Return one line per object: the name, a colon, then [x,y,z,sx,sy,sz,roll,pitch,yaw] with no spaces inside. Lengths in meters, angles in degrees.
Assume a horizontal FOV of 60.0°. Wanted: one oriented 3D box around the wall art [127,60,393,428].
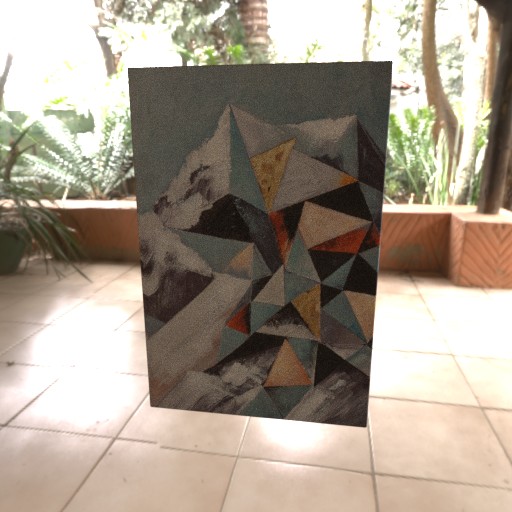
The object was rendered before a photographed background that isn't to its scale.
wall art: [0.000,0.000,1.142,0.609,0.911,0.061,2,15,9]
